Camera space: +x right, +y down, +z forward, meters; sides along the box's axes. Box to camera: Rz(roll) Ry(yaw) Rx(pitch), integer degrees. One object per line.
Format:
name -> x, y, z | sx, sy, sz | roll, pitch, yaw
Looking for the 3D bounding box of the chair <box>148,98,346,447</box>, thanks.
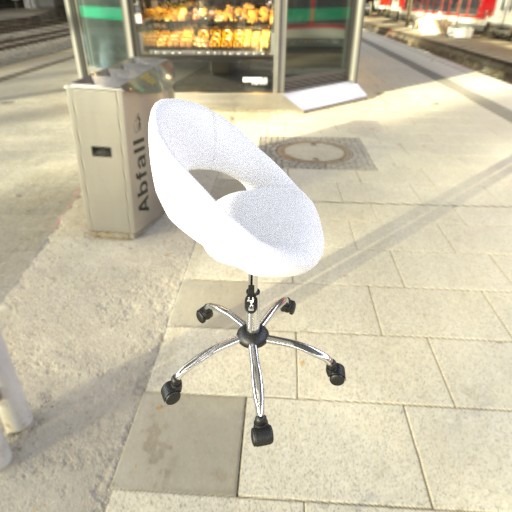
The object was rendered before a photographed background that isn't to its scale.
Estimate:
chair -> 0.000, 0.000, 1.187 | 0.538, 0.791, 0.612 | 1, 31, 1
